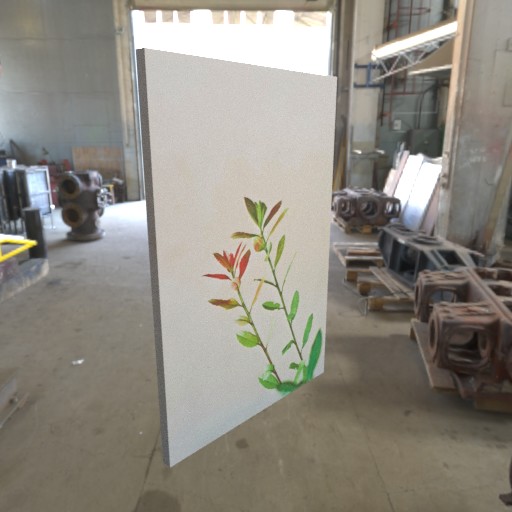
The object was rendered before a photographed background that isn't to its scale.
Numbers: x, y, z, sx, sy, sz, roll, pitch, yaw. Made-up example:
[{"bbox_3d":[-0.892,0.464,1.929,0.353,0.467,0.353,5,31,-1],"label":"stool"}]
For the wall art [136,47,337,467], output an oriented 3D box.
[{"bbox_3d":[0.000,0.000,1.435,0.038,1.143,0.764,15,21,42],"label":"wall art"}]
